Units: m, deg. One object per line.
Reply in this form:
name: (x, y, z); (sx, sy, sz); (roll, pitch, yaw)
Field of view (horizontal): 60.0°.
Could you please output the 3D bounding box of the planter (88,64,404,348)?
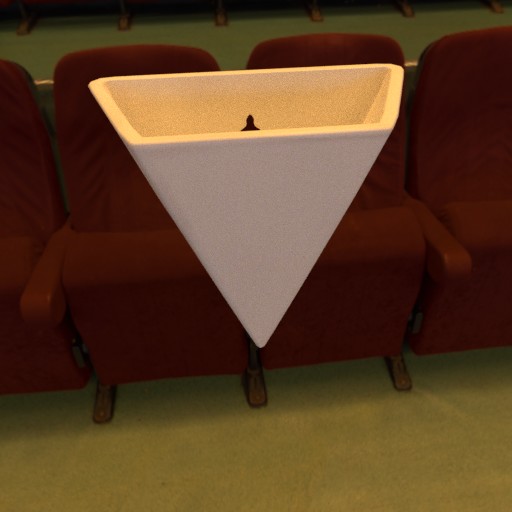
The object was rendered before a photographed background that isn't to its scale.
planter: (0.000, 0.000, 0.264); (0.150, 0.197, 0.060); (-5, 46, -4)
